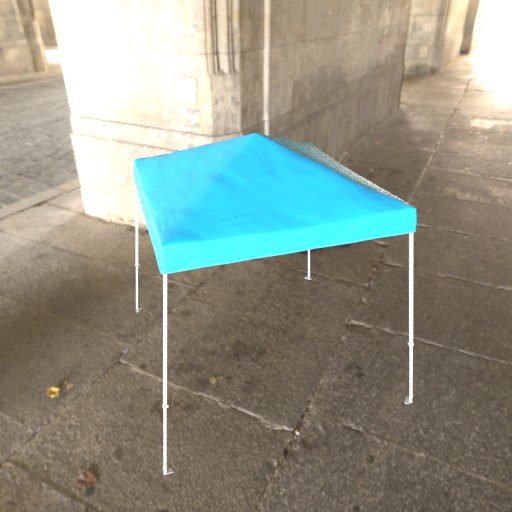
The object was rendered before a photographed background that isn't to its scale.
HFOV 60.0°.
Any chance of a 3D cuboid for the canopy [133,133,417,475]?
[{"bbox_3d":[0.000,0.000,5.171,2.848,2.849,2.849,-9,31,-16],"label":"canopy"}]
